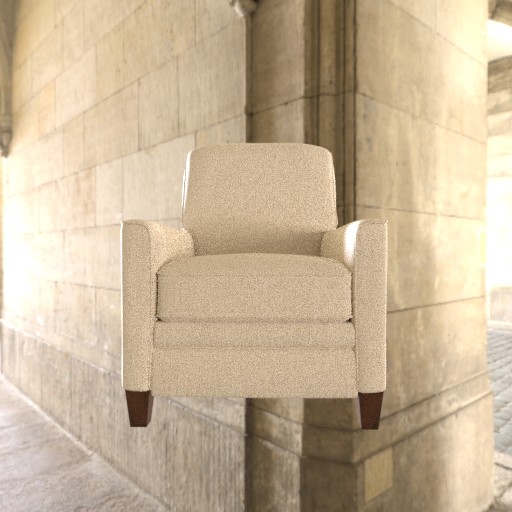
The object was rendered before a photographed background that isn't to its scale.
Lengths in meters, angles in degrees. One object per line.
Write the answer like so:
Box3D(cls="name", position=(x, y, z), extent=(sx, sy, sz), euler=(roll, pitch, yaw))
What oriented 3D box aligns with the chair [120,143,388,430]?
Box3D(cls="chair", position=(0.000, 0.000, 1.701), extent=(0.841, 1.028, 0.858), euler=(0, 1, 1))
